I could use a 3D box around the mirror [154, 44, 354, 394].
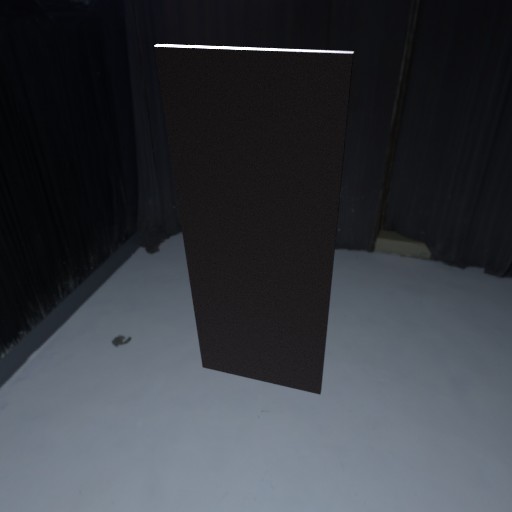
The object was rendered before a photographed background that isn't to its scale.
[{"bbox_3d":[0.000,0.000,2.343,0.812,2.020,0.221,9,32,14],"label":"mirror"}]
